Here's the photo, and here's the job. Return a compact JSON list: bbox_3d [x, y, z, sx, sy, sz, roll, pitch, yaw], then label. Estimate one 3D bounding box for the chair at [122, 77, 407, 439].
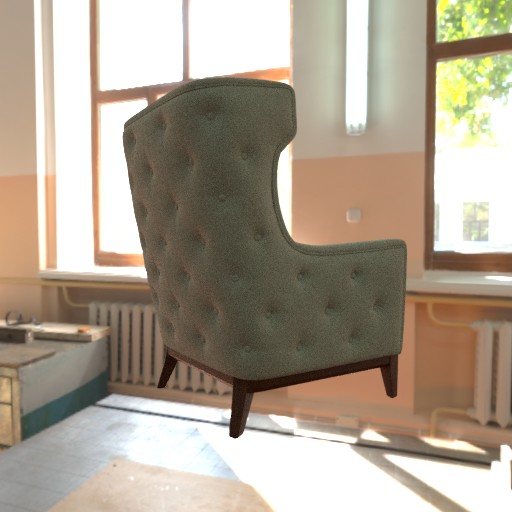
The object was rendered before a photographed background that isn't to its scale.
[{"bbox_3d":[0.000,0.000,1.715,0.899,1.079,0.778,-1,3,-36],"label":"chair"}]
